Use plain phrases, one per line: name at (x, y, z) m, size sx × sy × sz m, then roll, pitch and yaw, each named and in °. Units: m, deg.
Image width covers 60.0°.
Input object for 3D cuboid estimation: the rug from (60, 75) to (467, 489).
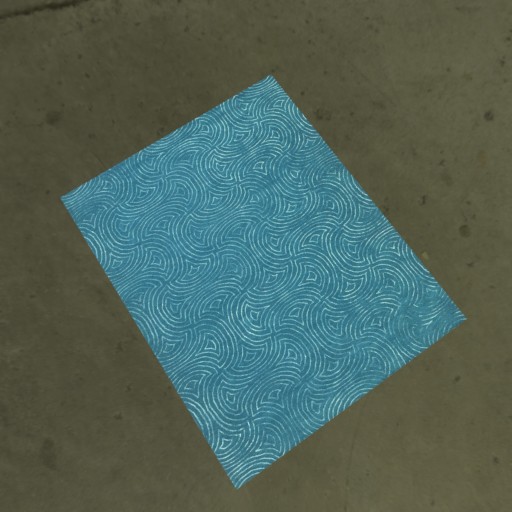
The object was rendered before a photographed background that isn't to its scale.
rug at (0.000, 0.000, 4.054) m, size 2.432 × 0.012 × 3.033 m, roll -33°, pitch 77°, yaw -9°
